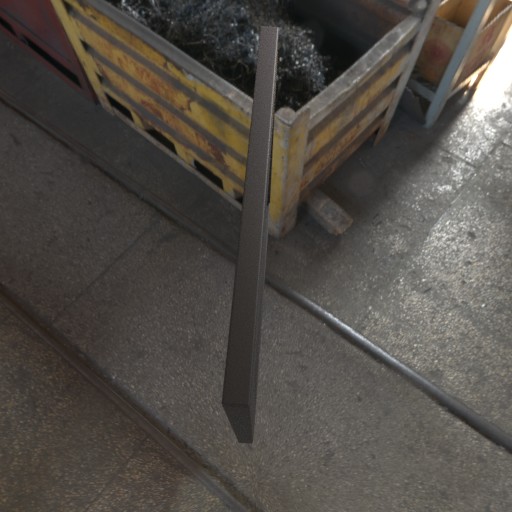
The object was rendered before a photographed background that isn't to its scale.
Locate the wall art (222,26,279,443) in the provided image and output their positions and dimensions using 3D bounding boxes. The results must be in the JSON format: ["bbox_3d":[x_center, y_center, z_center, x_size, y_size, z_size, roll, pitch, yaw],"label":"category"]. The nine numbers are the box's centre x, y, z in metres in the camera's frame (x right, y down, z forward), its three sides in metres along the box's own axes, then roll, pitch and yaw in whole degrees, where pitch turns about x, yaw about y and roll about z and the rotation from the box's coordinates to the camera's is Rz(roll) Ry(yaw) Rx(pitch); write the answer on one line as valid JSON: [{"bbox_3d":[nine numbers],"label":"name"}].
[{"bbox_3d":[0.000,0.000,0.754,0.031,0.457,0.558,4,63,2],"label":"wall art"}]
